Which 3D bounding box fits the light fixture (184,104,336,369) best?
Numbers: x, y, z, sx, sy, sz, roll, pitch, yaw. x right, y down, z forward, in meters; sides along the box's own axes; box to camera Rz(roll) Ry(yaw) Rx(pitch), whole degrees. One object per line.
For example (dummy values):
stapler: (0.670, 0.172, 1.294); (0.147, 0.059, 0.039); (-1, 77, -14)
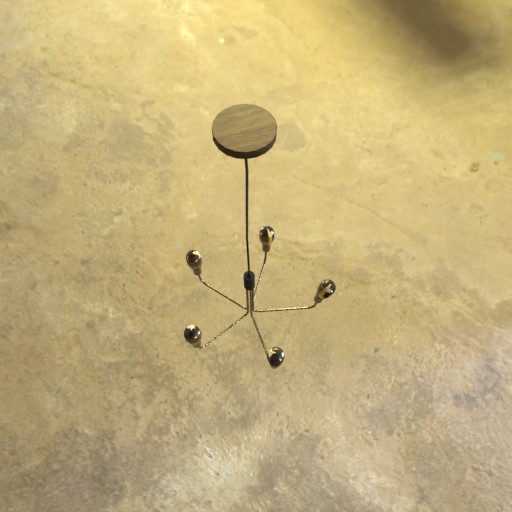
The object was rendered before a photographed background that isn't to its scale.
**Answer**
light fixture: (0.000, 0.000, 1.371); (0.588, 1.059, 0.532); (-19, 63, -10)
